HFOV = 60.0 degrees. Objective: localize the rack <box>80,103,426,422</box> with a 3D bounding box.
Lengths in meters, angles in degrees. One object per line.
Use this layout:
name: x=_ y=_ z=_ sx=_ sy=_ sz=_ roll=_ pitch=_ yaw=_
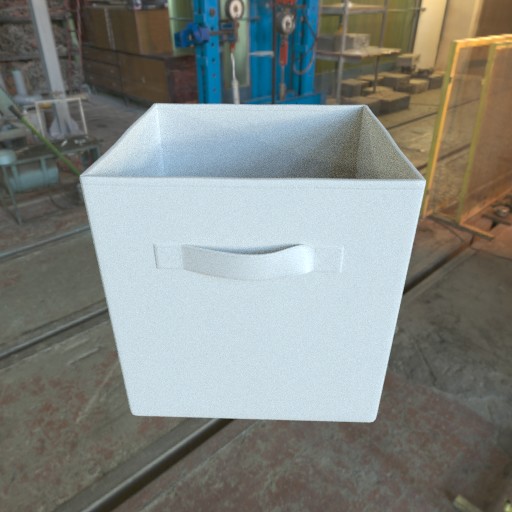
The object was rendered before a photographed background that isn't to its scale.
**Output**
rack: x=0.000 y=0.000 z=0.509 sx=0.270 sy=0.280 sz=0.270 roll=1 pitch=31 yaw=2
